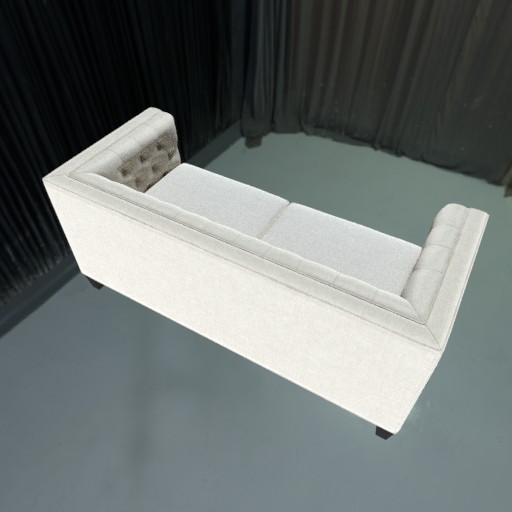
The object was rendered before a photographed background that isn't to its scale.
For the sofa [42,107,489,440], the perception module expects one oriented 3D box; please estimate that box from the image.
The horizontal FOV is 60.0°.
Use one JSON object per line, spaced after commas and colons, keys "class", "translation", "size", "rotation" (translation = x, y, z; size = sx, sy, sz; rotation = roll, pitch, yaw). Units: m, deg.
{"class": "sofa", "translation": [0.000, 0.000, 2.167], "size": [1.778, 0.762, 0.775], "rotation": [23, 50, 20]}
